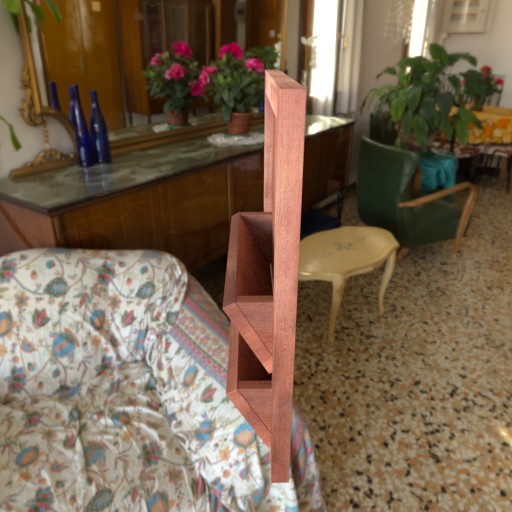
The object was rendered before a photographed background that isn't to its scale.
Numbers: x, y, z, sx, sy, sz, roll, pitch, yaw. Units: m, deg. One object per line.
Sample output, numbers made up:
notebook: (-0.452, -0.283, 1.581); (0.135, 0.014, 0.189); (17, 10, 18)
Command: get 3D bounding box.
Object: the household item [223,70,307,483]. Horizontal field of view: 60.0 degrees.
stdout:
household item: (0.000, 0.000, 0.540); (0.067, 0.407, 0.310); (0, 25, -1)
